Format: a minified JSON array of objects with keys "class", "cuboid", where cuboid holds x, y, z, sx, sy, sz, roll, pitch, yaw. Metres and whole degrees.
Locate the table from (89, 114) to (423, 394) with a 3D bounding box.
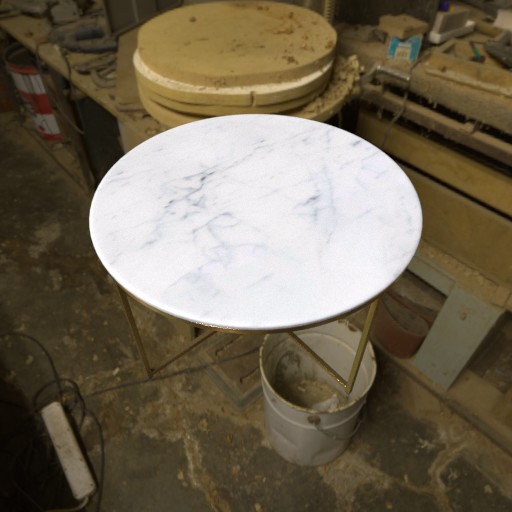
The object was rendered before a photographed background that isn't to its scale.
[{"class":"table","cuboid":[0.000,0.000,1.257,0.800,0.450,0.800,0,46,0]}]
